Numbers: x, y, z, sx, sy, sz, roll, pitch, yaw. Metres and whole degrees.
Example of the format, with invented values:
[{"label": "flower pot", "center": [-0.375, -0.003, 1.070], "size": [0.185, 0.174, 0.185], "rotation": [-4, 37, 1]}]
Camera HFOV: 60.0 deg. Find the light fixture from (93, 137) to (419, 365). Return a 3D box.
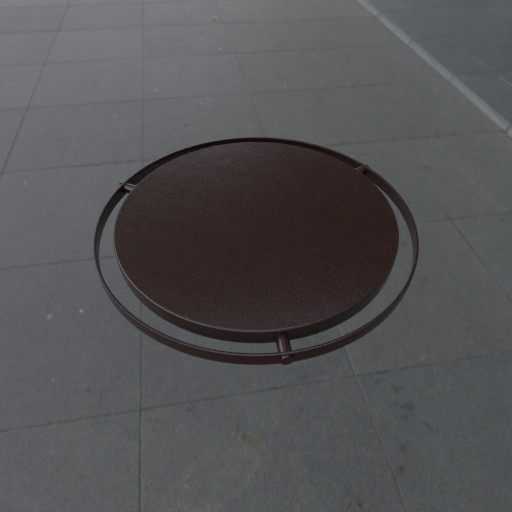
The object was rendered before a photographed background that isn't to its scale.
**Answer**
[{"label": "light fixture", "center": [0.000, 0.000, 0.549], "size": [0.361, 0.130, 0.361], "rotation": [0, 45, 0]}]
